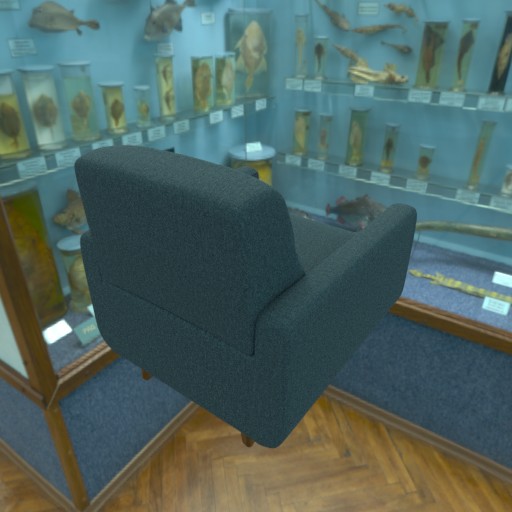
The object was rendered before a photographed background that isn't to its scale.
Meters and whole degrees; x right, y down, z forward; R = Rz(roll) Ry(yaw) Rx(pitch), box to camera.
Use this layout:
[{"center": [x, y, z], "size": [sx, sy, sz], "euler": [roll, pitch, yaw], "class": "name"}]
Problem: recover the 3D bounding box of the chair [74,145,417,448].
[{"center": [0.000, 0.000, 1.680], "size": [0.880, 0.940, 0.964], "euler": [20, 35, 31], "class": "chair"}]
